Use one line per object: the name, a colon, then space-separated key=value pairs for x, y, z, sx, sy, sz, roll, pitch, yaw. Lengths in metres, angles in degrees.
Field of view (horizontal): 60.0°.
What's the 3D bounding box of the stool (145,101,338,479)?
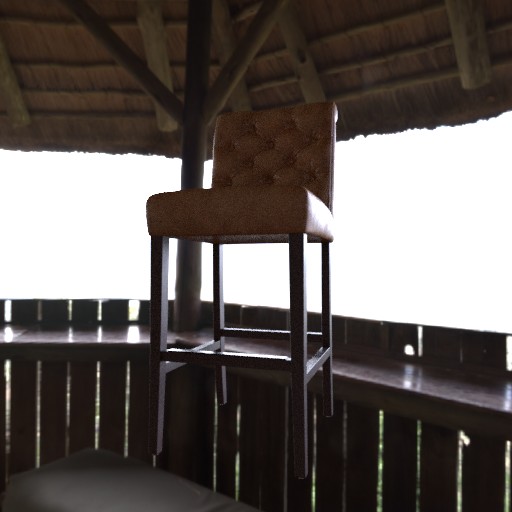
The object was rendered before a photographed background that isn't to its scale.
stool: x=0.000 y=0.000 z=1.466 sx=0.493 sy=1.140 sz=0.601 roll=0 pitch=-1 yaw=19
